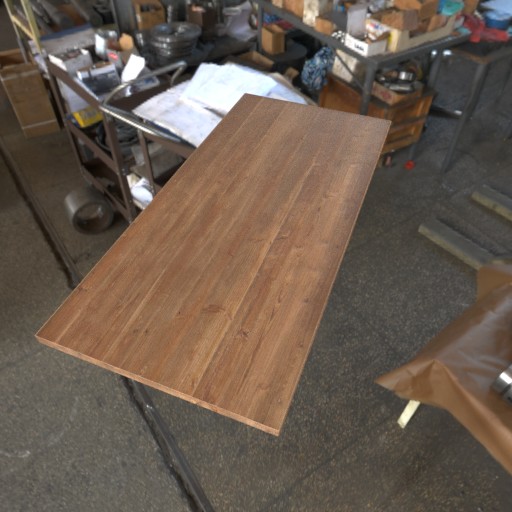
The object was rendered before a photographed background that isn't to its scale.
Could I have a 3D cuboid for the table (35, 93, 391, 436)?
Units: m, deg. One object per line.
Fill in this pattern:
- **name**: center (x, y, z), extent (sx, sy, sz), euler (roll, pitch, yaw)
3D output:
- **table**: center (0.000, 0.000, 2.416), extent (0.952, 0.760, 2.003), euler (16, 49, 15)
